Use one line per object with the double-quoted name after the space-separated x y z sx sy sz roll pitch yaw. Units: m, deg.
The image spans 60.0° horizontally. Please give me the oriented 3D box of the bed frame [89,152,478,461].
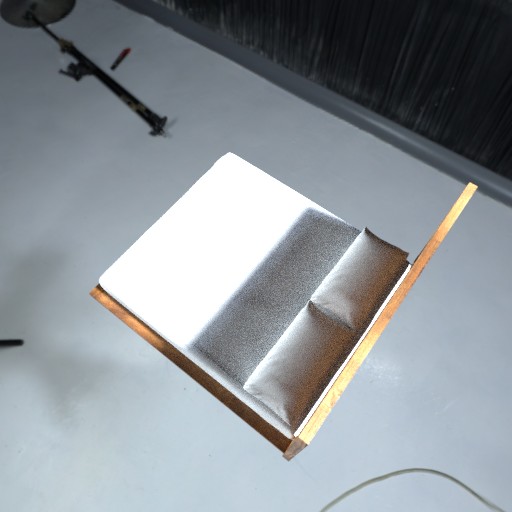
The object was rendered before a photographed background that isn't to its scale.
0.000 0.000 3.623 2.235 1.537 2.038 34 67 16 "bed frame"
